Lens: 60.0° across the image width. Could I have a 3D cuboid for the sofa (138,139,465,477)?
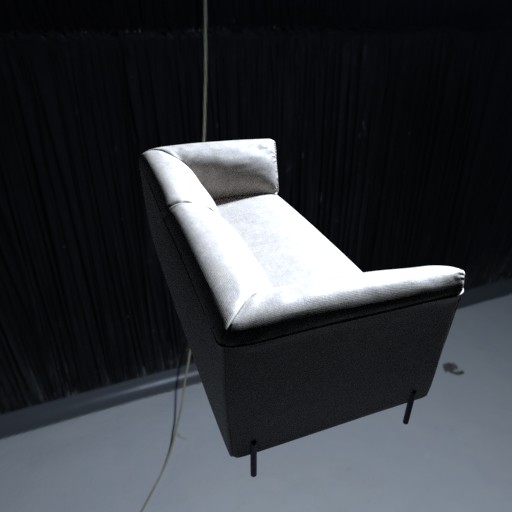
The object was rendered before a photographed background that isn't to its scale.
[{"bbox_3d":[0.000,0.000,2.300,0.905,0.747,1.878,-10,32,-17],"label":"sofa"}]
